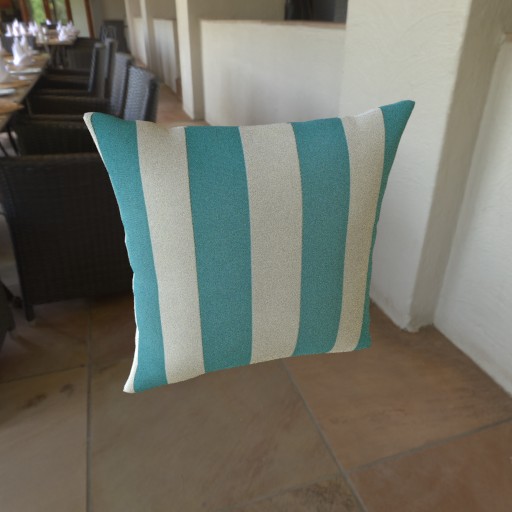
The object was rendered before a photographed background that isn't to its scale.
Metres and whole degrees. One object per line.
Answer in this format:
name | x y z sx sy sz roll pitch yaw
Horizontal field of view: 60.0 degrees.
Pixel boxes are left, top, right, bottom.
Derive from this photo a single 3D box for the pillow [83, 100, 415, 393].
pillow | 0.000 0.000 0.803 0.536 0.526 0.189 -7 29 -13
